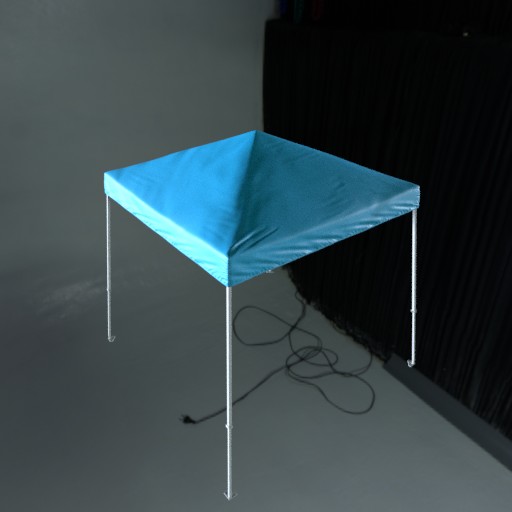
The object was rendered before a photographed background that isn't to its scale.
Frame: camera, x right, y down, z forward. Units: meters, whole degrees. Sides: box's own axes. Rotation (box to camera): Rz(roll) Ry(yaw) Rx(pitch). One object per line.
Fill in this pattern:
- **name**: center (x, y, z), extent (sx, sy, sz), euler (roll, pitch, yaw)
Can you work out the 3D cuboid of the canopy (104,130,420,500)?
- **canopy**: center (0.000, 0.000, 5.069), extent (2.849, 2.849, 2.848), euler (-21, 36, -32)
